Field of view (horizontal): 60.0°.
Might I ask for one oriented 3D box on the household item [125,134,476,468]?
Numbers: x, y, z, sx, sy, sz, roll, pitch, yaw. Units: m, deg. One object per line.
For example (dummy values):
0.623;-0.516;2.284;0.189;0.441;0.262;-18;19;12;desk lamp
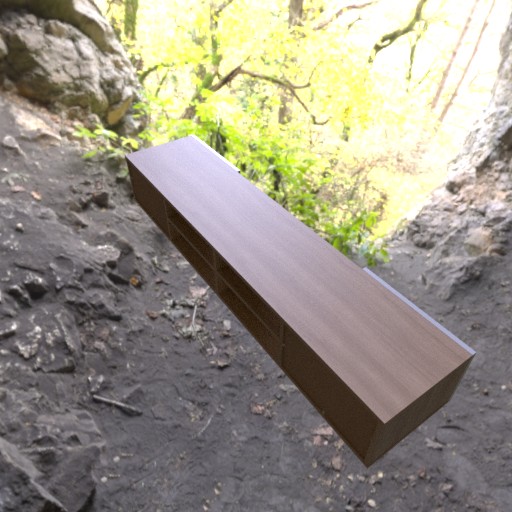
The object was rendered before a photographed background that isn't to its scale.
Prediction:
0.000;0.000;1.991;0.420;0.310;1.850;-25;47;-25;household item
